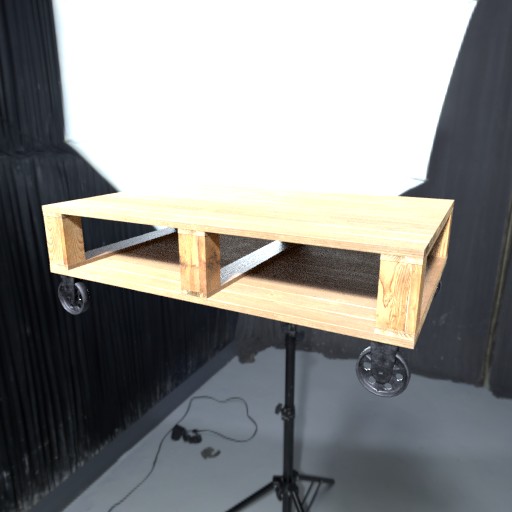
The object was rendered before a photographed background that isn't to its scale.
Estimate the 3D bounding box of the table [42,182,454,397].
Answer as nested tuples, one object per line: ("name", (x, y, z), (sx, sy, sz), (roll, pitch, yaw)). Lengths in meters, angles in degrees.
("table", (0.000, 0.000, 1.709), (1.299, 0.413, 0.827), (8, 18, 26))
